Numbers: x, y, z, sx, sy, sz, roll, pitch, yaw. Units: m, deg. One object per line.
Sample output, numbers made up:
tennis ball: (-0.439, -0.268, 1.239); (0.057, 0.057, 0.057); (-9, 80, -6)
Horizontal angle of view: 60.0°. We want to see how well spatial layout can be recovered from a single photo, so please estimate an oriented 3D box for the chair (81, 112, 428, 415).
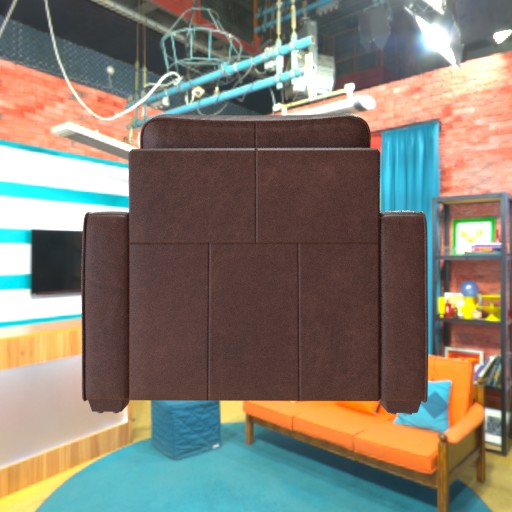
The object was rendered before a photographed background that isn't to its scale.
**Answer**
chair: (0.000, 0.000, 1.717); (1.017, 0.919, 0.940); (0, 0, 1)
